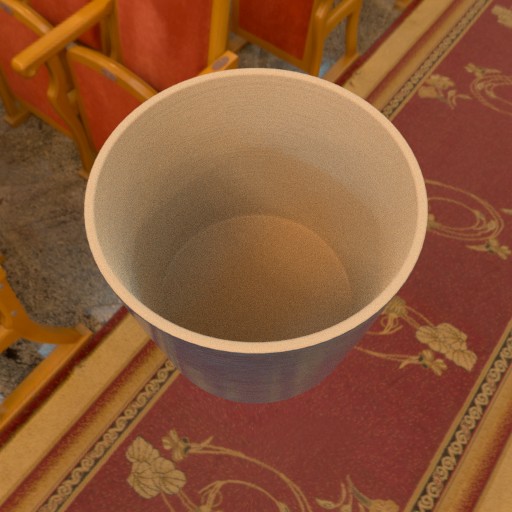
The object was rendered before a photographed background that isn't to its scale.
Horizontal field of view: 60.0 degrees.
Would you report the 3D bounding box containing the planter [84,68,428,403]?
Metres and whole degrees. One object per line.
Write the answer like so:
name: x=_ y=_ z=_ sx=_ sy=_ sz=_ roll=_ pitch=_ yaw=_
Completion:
planter: x=0.000 y=0.000 z=0.378 sx=0.221 sy=0.201 sz=0.221 roll=0 pitch=63 yaw=0
